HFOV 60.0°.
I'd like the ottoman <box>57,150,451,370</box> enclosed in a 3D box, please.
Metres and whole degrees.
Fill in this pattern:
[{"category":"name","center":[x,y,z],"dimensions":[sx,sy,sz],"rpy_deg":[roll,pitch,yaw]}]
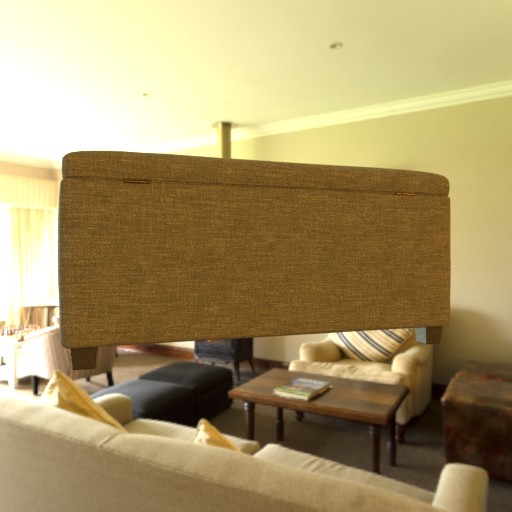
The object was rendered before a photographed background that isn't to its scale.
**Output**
[{"category":"ottoman","center":[0.000,0.000,1.137],"dimensions":[0.902,0.432,0.419],"rpy_deg":[0,0,-17]}]
